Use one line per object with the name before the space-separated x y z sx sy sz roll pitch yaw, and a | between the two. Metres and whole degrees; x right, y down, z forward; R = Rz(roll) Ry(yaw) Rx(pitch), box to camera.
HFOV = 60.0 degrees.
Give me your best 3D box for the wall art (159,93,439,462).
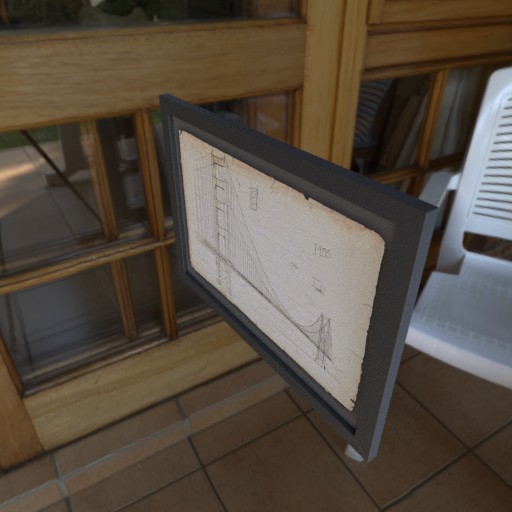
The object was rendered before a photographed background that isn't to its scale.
wall art | 0.000 0.000 0.549 0.016 0.306 0.432 -22 39 -30
